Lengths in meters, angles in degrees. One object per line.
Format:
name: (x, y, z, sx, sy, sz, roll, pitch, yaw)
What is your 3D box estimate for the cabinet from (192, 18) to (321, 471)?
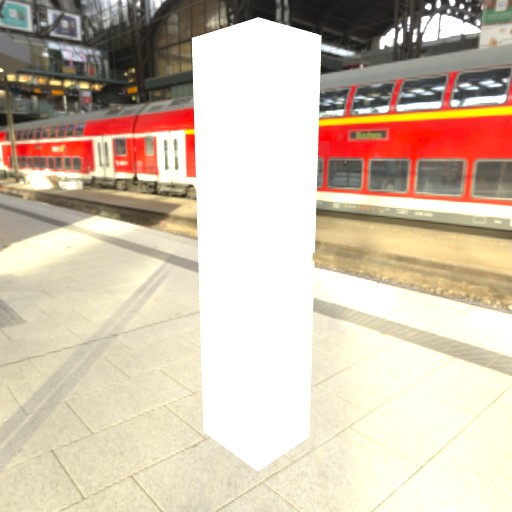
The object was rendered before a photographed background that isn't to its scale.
cabinet: (0.000, 0.000, 1.538, 0.269, 1.400, 0.300, -12, 18, -42)
